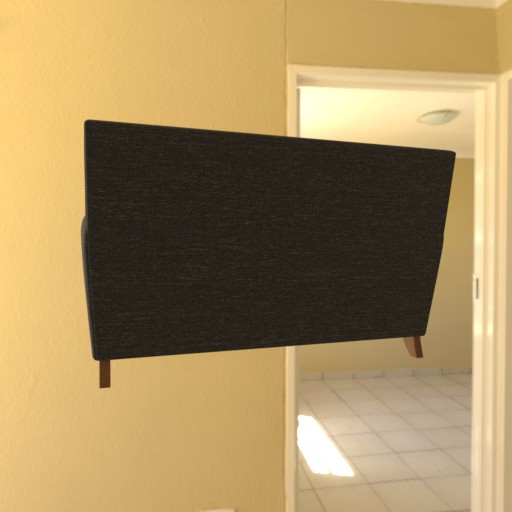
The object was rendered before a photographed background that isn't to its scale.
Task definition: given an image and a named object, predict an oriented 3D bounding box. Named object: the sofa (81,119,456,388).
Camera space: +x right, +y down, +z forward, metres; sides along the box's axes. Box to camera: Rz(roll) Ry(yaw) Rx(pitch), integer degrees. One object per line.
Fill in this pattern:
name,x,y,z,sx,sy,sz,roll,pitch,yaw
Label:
sofa,0.000,0.000,1.921,1.420,0.846,0.875,0,1,-19
